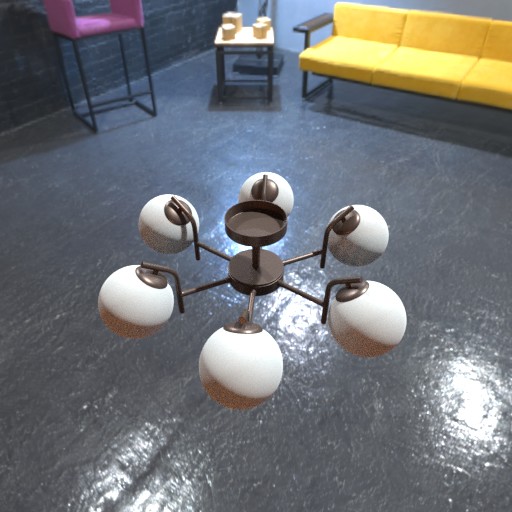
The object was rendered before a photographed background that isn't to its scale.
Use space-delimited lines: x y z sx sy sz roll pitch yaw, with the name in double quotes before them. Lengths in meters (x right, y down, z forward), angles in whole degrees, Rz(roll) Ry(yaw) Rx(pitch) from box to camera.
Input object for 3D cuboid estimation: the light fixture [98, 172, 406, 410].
"light fixture" 0.000 0.000 0.941 0.662 0.201 0.662 0 40 0
